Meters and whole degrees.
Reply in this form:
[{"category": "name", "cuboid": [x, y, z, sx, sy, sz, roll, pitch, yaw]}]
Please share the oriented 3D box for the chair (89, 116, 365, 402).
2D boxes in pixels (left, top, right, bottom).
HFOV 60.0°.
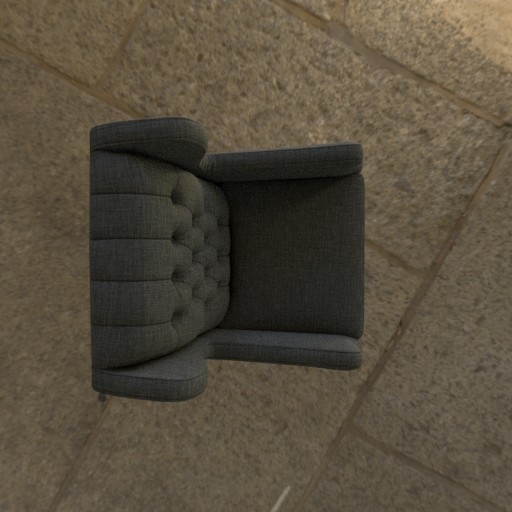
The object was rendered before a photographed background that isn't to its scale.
[{"category": "chair", "cuboid": [0.000, 0.000, 1.468, 0.775, 0.953, 0.711, 0, 91, 1]}]
